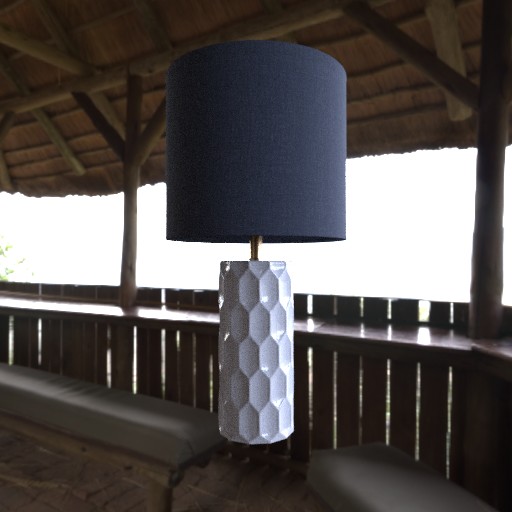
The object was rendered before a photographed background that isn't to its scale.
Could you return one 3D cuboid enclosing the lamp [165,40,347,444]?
[{"bbox_3d":[0.000,0.000,0.688,0.277,0.537,0.277,0,-1,-35],"label":"lamp"}]
